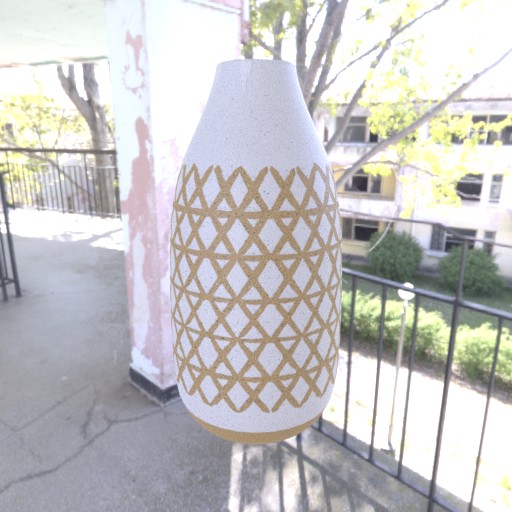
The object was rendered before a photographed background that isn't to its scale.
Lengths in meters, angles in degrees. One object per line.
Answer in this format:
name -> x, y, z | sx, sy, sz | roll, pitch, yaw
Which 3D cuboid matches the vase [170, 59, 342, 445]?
vase -> 0.000, 0.000, 0.475 | 0.186, 0.380, 0.186 | 0, 15, 0
